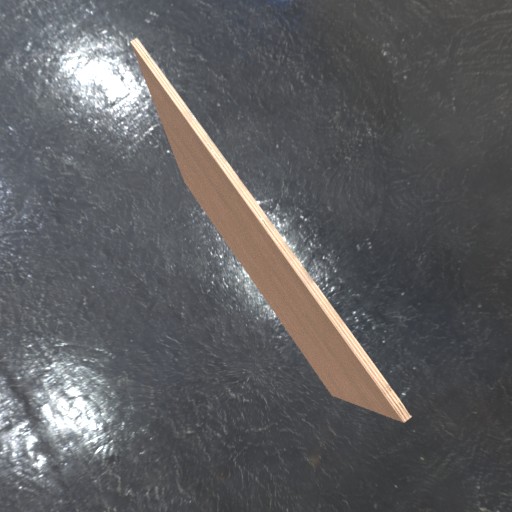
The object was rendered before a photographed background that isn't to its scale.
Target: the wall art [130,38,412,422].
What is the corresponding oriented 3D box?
[{"bbox_3d":[0.000,0.000,0.665,0.010,0.408,0.508,-33,78,-8],"label":"wall art"}]
